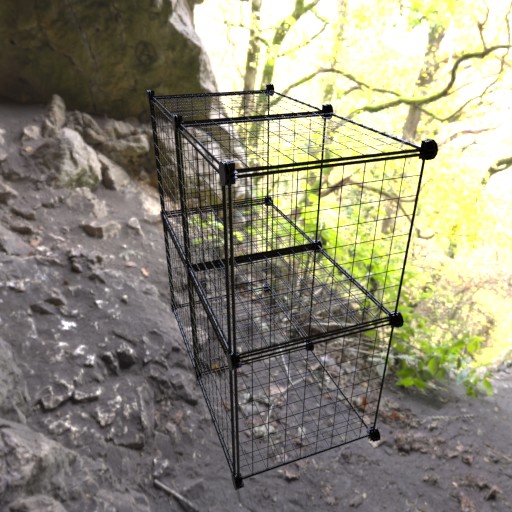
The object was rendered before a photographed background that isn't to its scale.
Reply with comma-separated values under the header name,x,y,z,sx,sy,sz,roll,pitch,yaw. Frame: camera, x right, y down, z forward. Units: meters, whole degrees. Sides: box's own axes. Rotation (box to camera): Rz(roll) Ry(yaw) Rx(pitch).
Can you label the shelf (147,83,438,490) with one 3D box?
name,x,y,z,sx,sy,sz,roll,pitch,yaw
shelf,0.000,0.000,1.110,0.356,0.711,0.711,-10,30,-18
